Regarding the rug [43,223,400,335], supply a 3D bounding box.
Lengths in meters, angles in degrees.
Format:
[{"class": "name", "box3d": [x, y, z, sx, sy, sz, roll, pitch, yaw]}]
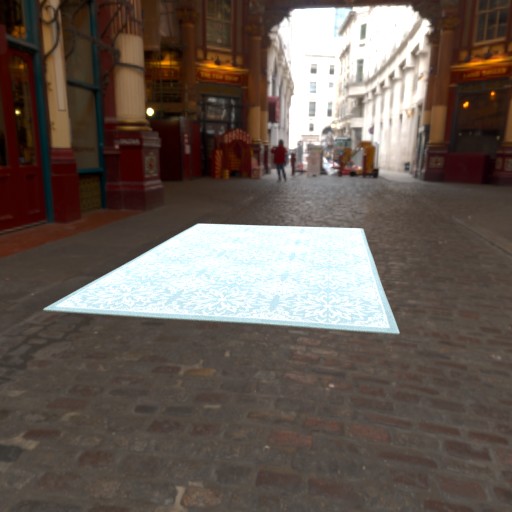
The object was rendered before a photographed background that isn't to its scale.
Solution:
[{"class": "rug", "box3d": [0.000, 0.000, 2.349, 1.219, 0.012, 1.840, 2, 14, 10]}]
